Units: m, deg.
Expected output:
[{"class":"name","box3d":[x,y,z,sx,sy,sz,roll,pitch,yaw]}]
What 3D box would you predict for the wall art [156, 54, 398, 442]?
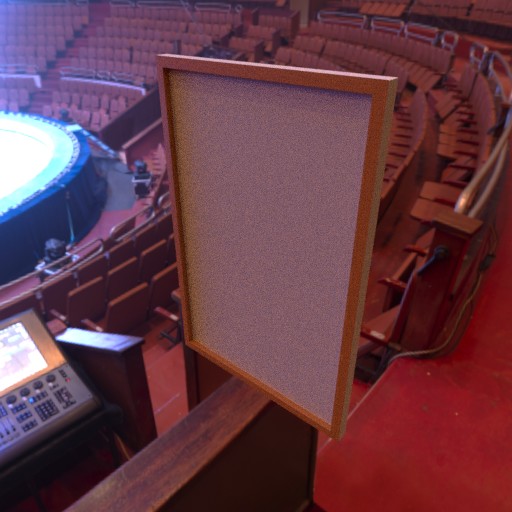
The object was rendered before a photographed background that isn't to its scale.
[{"class":"wall art","box3d":[0.000,0.000,1.146,0.610,0.916,0.037,23,37,34]}]
